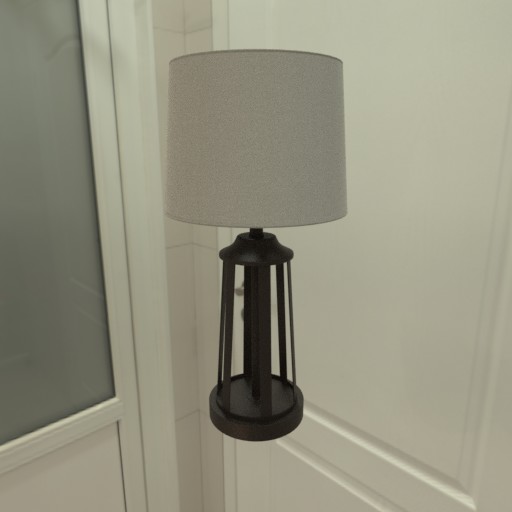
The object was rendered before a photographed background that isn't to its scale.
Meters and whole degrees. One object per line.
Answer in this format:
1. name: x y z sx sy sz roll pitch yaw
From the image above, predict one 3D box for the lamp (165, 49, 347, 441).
1. lamp: 0.000 0.000 0.637 0.251 0.509 0.251 0 15 0
